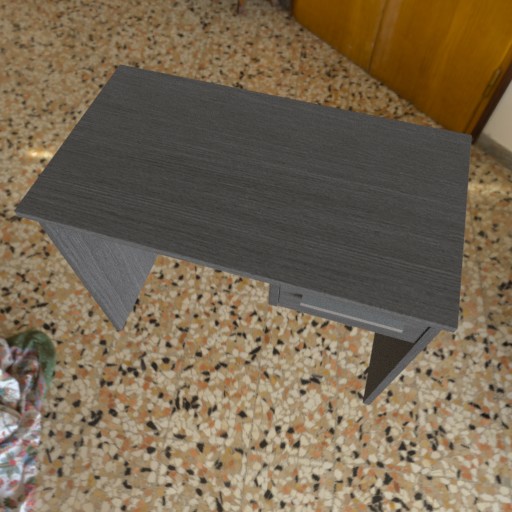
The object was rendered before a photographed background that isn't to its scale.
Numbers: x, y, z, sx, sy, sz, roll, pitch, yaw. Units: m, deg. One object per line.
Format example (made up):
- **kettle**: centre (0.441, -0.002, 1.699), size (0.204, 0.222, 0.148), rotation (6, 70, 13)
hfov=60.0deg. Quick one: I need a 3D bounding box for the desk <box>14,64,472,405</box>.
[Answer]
- **desk**: centre (0.000, 0.000, 1.280), size (0.893, 0.724, 0.498), rotation (15, 60, 9)
